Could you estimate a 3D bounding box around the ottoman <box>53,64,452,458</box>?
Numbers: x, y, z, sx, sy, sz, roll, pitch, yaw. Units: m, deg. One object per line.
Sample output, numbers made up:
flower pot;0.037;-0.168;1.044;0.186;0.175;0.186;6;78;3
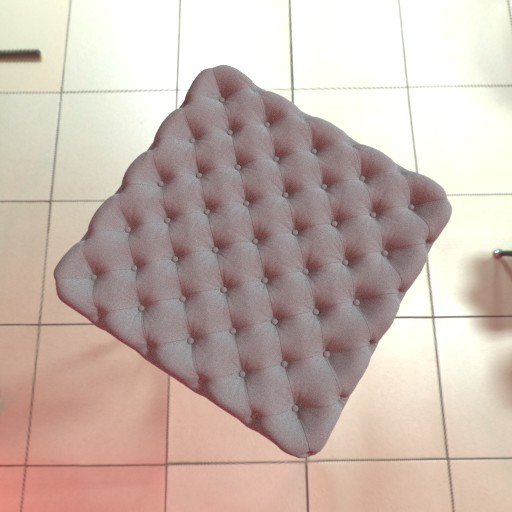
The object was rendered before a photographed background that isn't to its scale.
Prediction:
ottoman;0.000;0.000;1.458;0.917;0.439;0.911;31;79;7
